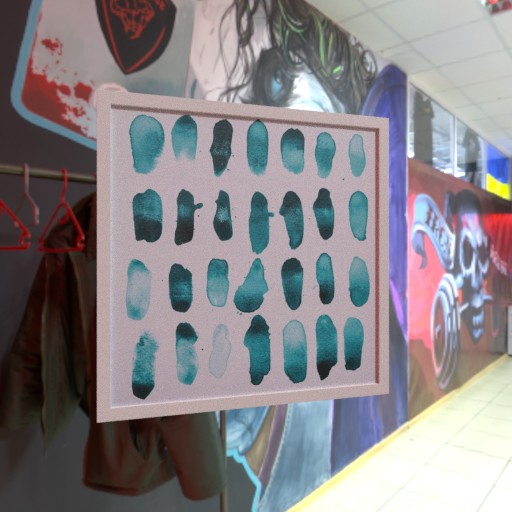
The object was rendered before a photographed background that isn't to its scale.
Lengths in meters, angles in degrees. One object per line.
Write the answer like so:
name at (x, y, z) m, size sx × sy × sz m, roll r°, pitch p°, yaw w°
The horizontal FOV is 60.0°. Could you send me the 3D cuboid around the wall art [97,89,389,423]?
wall art at (0.000, 0.000, 0.675) m, size 0.456 × 0.457 × 0.009 m, roll 0°, pitch 0°, yaw -16°
